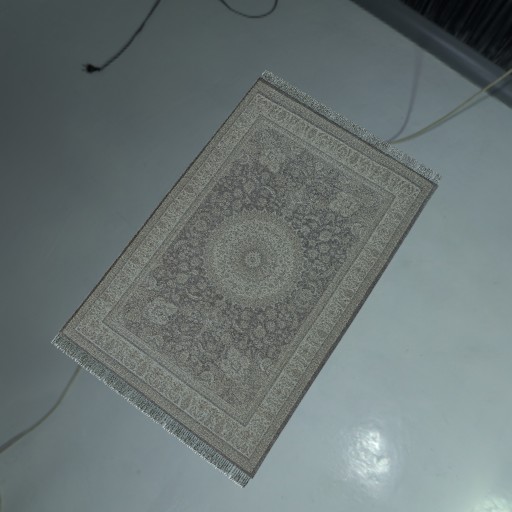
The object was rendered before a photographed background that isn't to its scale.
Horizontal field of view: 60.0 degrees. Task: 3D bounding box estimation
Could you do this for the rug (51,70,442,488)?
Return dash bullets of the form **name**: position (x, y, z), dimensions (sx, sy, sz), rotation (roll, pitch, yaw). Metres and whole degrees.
- **rug**: position (0.000, 0.000, 2.976), dimensions (1.528, 0.010, 2.440), rotation (34, 79, 8)
